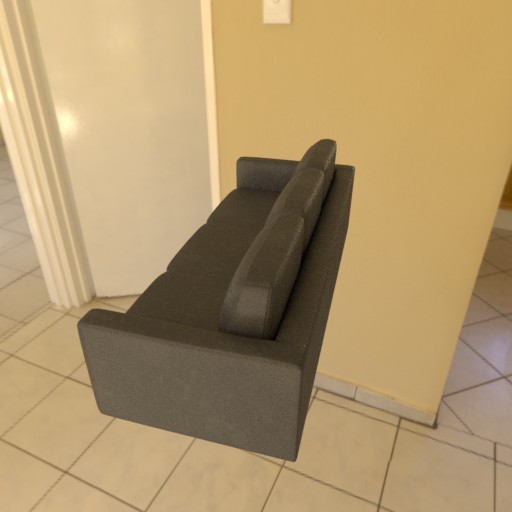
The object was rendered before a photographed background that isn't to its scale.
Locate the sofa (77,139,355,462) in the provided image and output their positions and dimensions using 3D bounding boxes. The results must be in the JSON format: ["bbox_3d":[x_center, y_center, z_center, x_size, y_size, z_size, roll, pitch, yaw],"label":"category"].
[{"bbox_3d":[0.000,0.000,2.472,0.879,0.899,2.029,8,31,13],"label":"sofa"}]
